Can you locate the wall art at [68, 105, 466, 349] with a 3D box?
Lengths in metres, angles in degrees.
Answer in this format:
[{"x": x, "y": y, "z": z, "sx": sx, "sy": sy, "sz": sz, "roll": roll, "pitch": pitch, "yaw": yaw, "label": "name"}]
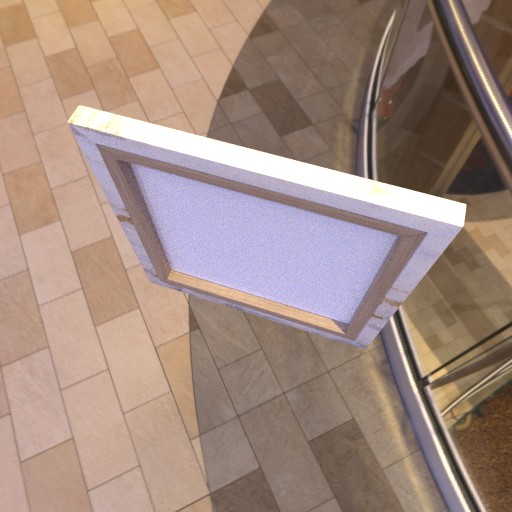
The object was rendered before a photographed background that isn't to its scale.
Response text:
[{"x": 0.000, "y": 0.000, "z": 0.930, "sx": 0.611, "sy": 0.613, "sz": 0.040, "roll": 16, "pitch": 64, "yaw": 8, "label": "wall art"}]
